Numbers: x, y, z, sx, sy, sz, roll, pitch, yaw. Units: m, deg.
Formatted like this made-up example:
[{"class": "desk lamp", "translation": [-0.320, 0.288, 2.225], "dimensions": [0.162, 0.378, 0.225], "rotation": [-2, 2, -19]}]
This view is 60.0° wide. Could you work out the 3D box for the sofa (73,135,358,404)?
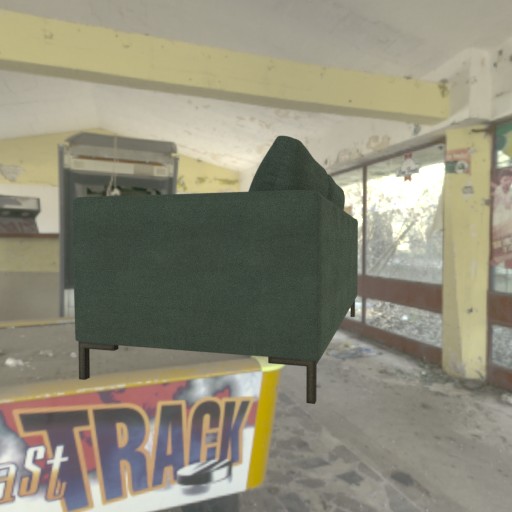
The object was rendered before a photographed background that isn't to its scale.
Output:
[{"class": "sofa", "translation": [0.000, 0.000, 2.180], "dimensions": [0.875, 0.817, 1.676], "rotation": [1, 2, 17]}]
